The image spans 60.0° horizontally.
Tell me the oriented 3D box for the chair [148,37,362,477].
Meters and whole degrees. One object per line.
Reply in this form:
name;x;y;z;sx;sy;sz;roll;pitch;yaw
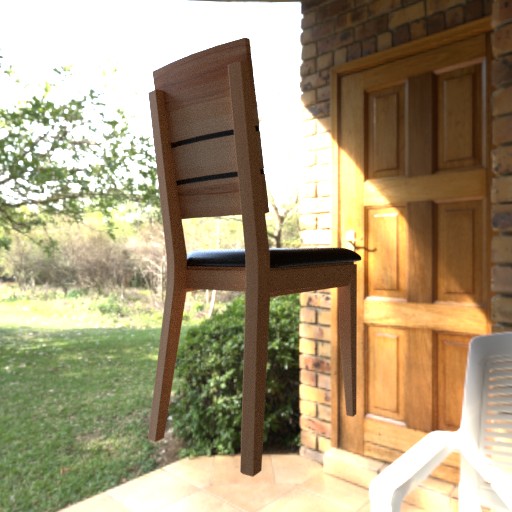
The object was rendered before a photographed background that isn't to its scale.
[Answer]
chair;0.000;0.000;1.228;0.410;0.940;0.520;0;0;36
